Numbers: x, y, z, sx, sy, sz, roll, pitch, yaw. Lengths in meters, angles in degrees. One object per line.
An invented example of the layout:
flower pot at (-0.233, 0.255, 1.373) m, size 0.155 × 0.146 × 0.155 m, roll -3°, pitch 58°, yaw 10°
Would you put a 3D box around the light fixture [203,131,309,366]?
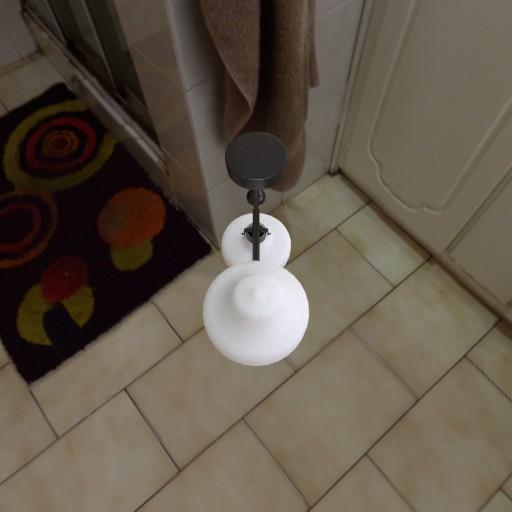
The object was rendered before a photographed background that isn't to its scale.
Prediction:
light fixture at (0.000, 0.000, 1.062) m, size 0.422 × 0.743 × 0.489 m, roll -34°, pitch 68°, yaw -16°
